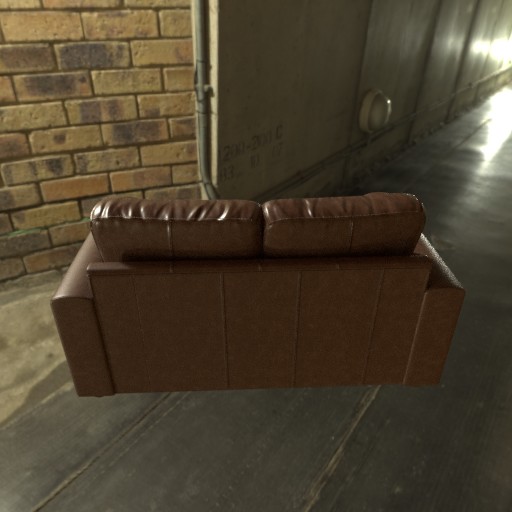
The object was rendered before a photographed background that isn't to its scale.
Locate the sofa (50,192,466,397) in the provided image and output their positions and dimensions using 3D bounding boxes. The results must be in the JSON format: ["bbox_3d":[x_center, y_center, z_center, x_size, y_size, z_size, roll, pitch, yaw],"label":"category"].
[{"bbox_3d":[0.000,0.000,2.192,1.616,0.873,1.016,-1,31,-2],"label":"sofa"}]
